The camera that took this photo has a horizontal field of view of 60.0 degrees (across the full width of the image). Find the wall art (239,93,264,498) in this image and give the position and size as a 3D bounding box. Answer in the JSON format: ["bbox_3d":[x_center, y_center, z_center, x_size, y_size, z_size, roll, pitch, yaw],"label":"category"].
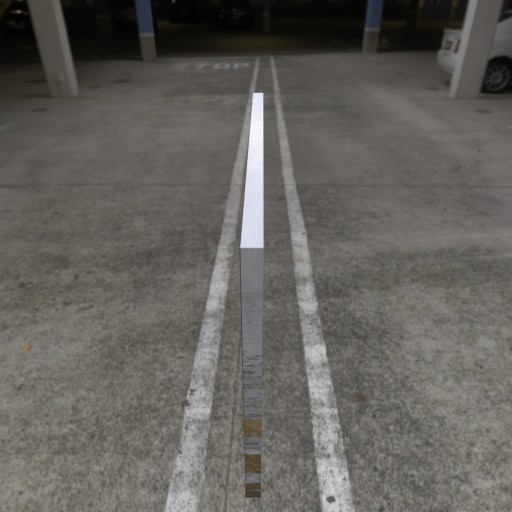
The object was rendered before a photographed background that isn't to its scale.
[{"bbox_3d":[0.000,0.000,1.430,0.041,0.762,1.145,0,32,1],"label":"wall art"}]
